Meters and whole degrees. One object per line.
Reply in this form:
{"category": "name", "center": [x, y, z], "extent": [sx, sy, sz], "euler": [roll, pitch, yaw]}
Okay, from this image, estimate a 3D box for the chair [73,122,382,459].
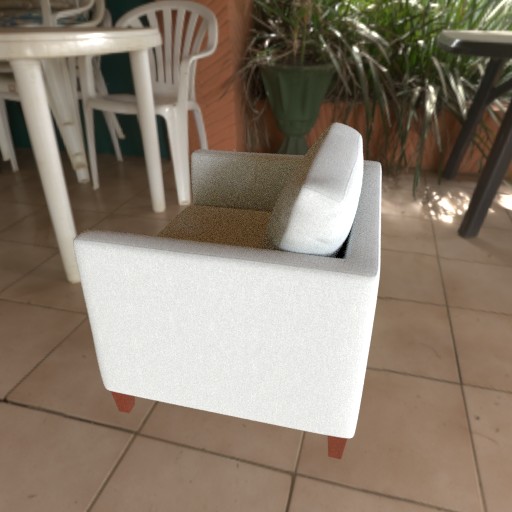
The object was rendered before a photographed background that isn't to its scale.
{"category": "chair", "center": [0.000, 0.000, 1.837], "extent": [0.953, 0.961, 1.107], "euler": [7, 29, 12]}
